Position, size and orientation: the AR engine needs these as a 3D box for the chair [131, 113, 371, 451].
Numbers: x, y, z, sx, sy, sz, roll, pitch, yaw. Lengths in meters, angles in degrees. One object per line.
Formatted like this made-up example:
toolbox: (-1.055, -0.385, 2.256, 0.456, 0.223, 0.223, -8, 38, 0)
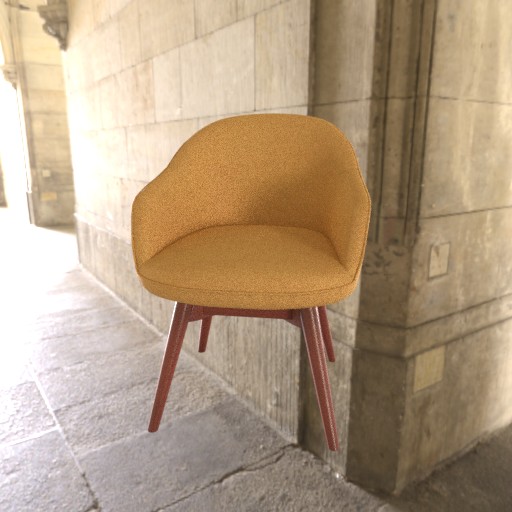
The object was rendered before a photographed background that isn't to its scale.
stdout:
chair: (0.000, 0.000, 1.269, 0.596, 0.823, 0.635, 2, 14, 9)
